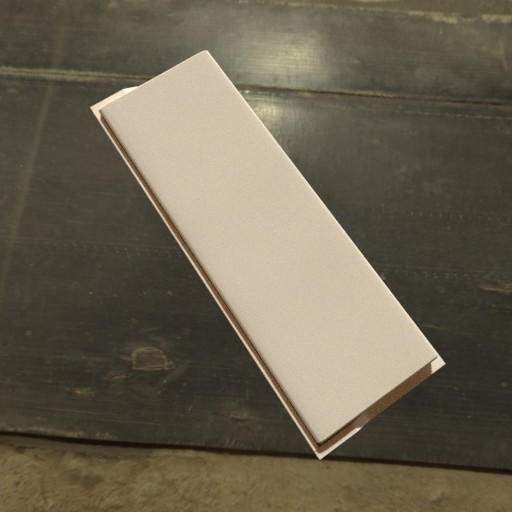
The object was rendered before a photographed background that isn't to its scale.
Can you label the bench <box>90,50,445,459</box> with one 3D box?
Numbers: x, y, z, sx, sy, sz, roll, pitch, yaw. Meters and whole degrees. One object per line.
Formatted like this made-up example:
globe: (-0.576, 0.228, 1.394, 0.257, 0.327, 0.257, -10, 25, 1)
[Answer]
bench: (0.000, 0.000, 1.297, 0.346, 0.589, 0.987, -33, 77, -8)
